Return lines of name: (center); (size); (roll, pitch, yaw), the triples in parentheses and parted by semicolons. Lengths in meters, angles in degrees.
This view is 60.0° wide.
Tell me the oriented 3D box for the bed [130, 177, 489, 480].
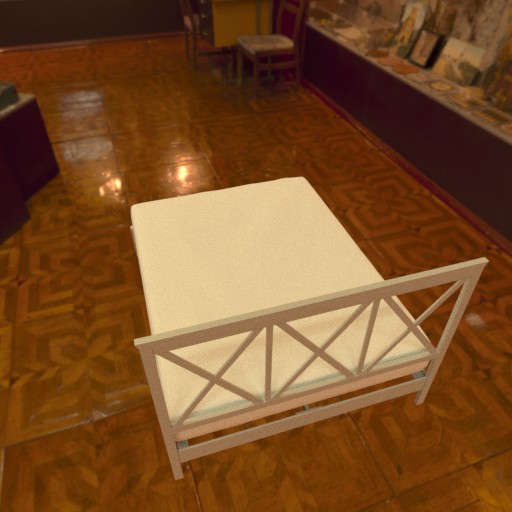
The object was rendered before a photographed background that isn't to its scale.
bed: (0.000, 0.000, 3.114); (1.673, 1.253, 2.135); (-12, 42, -13)
